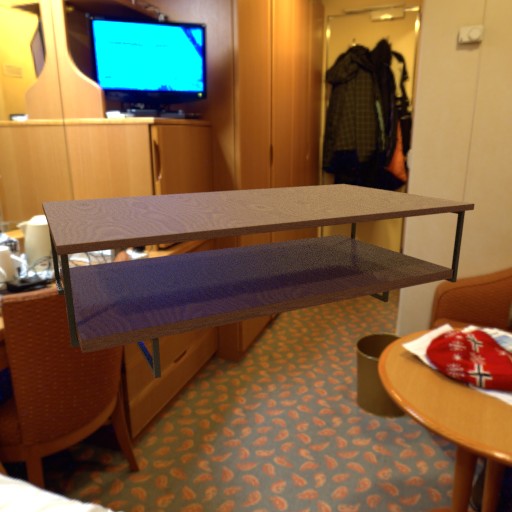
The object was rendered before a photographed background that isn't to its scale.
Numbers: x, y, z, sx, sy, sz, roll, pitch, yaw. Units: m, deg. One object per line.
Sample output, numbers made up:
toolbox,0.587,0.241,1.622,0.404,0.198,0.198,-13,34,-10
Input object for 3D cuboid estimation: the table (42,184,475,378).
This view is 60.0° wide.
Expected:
table,0.000,0.000,1.440,1.197,0.347,0.651,-8,17,-26
